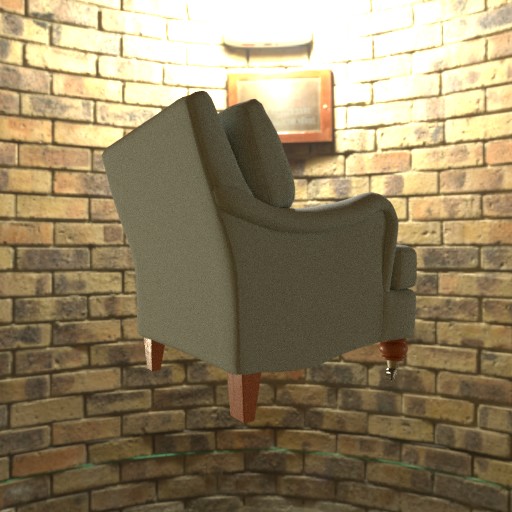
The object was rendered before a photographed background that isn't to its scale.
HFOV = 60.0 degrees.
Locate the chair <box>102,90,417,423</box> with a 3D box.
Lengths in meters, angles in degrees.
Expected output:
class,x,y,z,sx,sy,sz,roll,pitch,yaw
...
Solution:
class,x,y,z,sx,sy,sz,roll,pitch,yaw
chair,0.000,0.000,1.903,1.070,1.038,0.955,0,0,-35
